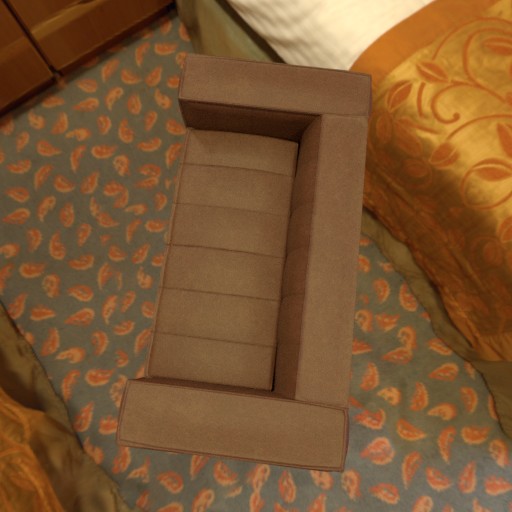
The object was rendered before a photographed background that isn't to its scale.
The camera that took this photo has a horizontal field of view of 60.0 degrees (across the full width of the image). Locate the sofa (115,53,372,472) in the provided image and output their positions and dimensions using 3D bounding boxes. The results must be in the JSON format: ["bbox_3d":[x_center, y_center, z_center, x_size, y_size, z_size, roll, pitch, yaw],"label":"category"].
[{"bbox_3d":[0.000,0.000,2.537,1.102,0.703,2.088,7,77,2],"label":"sofa"}]
